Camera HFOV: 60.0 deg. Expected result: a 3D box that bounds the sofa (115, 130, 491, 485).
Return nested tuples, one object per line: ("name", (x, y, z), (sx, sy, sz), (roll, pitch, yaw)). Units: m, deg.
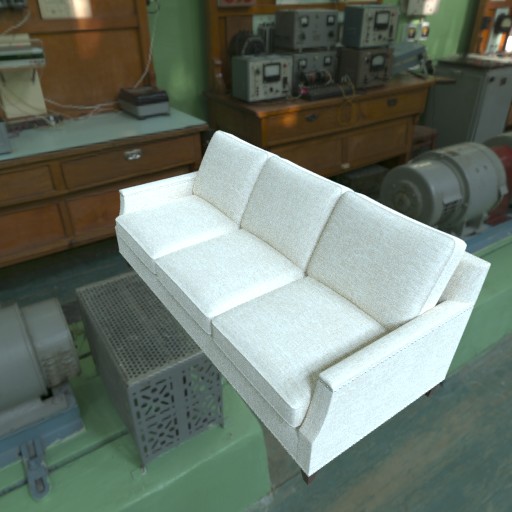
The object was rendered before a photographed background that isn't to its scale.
("sofa", (0.000, 0.000, 2.683), (1.041, 0.940, 2.210), (-20, 37, -29))
